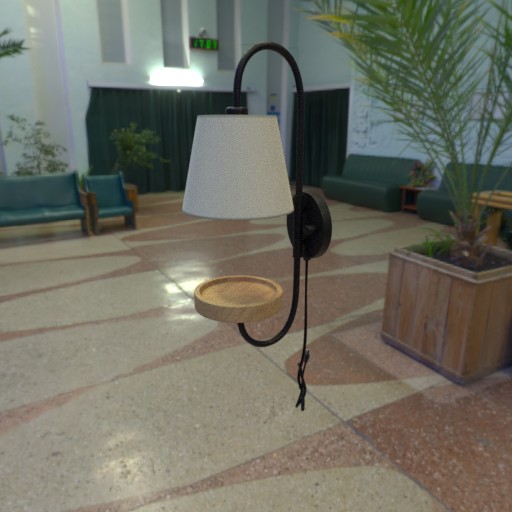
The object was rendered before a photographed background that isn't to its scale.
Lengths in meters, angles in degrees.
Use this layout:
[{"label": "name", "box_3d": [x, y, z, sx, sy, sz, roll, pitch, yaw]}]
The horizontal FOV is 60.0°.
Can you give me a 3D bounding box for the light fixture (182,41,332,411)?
[{"label": "light fixture", "box_3d": [0.000, 0.000, 0.925, 0.299, 0.821, 0.220, -8, 18, -26]}]
